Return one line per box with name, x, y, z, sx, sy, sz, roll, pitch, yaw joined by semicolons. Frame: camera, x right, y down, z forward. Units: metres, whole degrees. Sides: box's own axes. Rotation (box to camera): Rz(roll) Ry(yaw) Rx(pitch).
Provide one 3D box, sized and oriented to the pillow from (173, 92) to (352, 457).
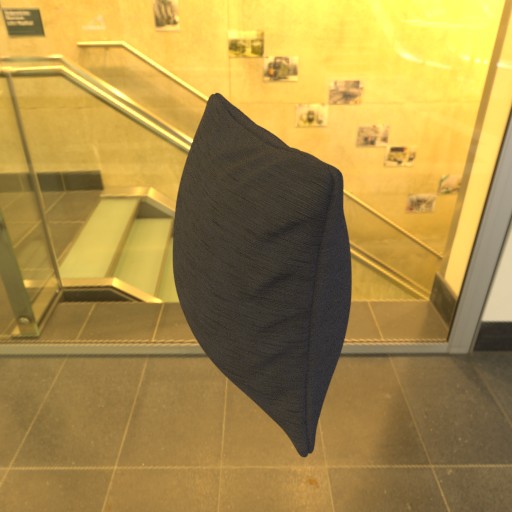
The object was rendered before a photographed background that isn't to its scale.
pillow;0.000;0.000;0.683;0.246;0.414;0.432;-10;32;-17
